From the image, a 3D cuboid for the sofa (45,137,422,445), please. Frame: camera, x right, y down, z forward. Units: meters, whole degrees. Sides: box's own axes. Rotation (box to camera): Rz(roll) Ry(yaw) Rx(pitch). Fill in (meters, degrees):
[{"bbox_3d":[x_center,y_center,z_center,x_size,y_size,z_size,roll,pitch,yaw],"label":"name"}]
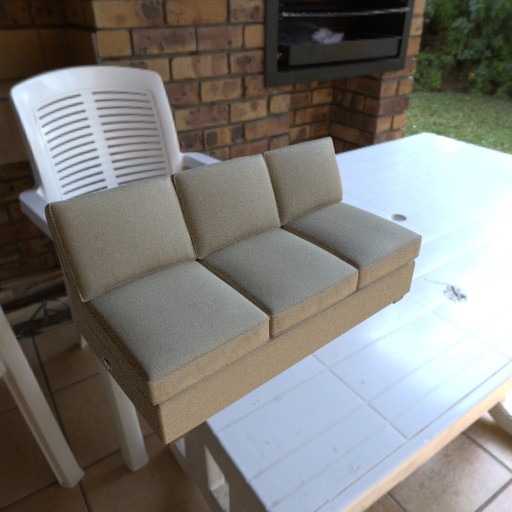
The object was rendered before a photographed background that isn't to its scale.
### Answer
[{"bbox_3d":[0.000,0.000,2.602,1.962,0.973,1.027,-23,38,-33],"label":"sofa"}]
